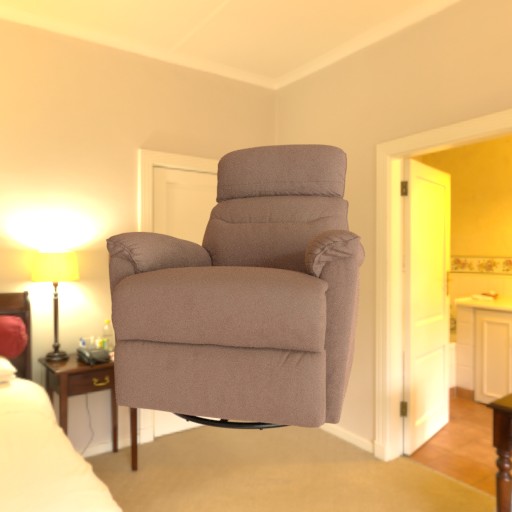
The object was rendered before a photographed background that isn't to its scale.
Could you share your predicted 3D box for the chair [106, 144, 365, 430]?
[{"bbox_3d":[0.000,0.000,1.703,0.820,1.037,1.004,0,1,16],"label":"chair"}]
